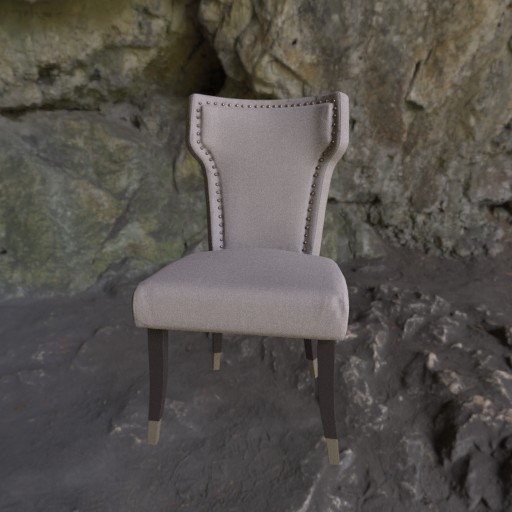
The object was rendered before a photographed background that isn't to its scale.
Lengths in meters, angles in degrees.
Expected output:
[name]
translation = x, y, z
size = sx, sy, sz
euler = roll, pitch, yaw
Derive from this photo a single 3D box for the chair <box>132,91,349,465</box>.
[chair]
translation = 0.000, 0.000, 1.310
size = 0.526, 0.955, 0.630
euler = 2, 14, 9
